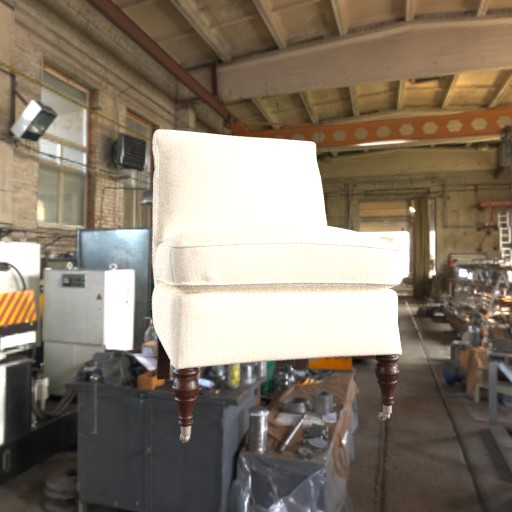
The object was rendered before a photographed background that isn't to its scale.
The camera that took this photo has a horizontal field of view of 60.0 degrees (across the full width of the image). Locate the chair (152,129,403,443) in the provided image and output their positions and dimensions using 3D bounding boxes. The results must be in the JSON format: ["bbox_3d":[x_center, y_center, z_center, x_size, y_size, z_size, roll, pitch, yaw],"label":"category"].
[{"bbox_3d":[0.000,0.000,1.419,0.630,0.887,0.781,0,-1,-16],"label":"chair"}]
